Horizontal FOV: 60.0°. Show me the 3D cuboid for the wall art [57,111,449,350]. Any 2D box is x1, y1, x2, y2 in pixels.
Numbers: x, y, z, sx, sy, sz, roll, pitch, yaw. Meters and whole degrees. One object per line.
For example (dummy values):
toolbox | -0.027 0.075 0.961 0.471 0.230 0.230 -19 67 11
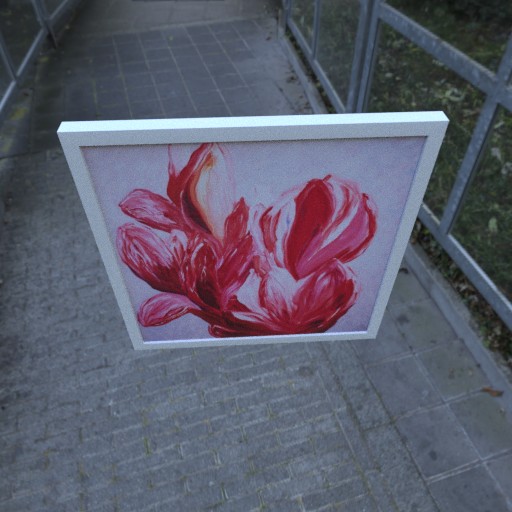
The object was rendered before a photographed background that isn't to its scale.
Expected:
wall art | 0.000 0.000 0.683 0.455 0.453 0.023 -2 46 -2
